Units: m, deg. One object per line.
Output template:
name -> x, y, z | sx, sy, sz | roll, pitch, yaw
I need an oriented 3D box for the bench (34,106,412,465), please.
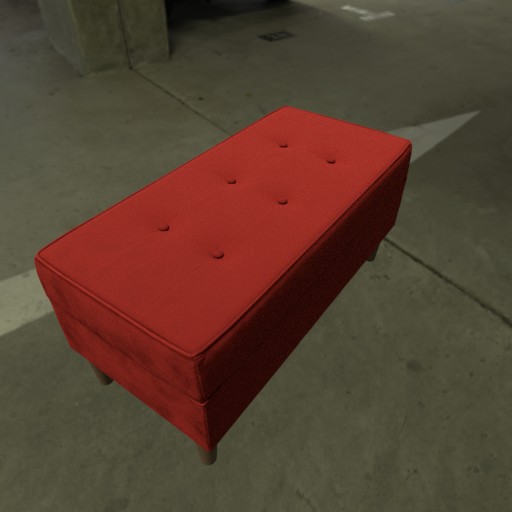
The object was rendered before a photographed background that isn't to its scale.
bench -> 0.000, 0.000, 1.292 | 0.492, 0.471, 1.016 | 25, 47, 26
